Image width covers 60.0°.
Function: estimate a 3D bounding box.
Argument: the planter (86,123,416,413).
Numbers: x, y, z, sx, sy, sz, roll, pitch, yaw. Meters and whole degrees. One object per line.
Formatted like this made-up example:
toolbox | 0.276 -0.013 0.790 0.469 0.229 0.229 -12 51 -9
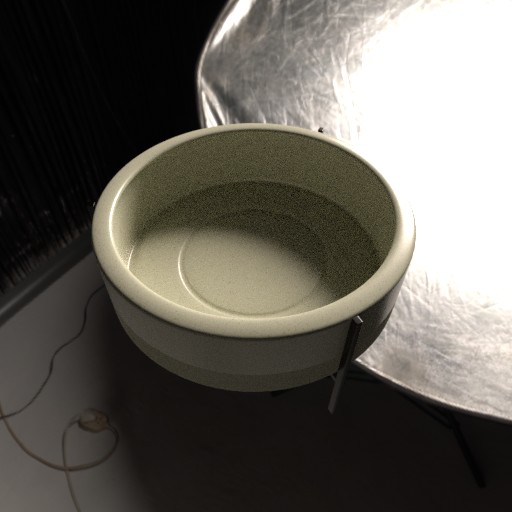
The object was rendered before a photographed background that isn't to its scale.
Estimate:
planter | 0.000 0.000 0.532 0.336 0.171 0.345 23 51 20
